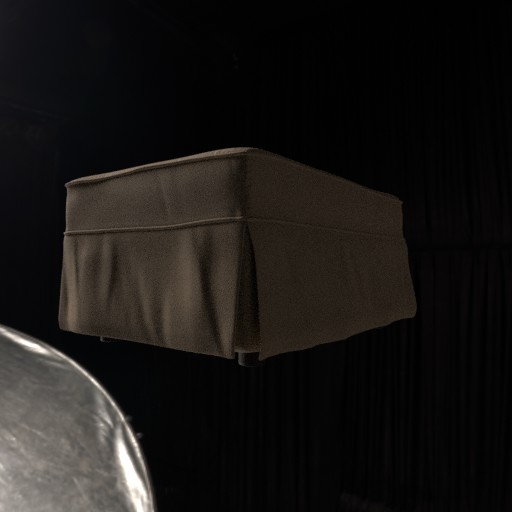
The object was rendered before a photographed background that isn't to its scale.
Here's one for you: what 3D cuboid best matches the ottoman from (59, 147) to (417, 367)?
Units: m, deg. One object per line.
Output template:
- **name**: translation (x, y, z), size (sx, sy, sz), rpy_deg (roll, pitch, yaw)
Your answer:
- **ottoman**: translation (0.000, 0.000, 1.376), size (0.721, 0.482, 0.959), rpy_deg (-1, -1, 37)
